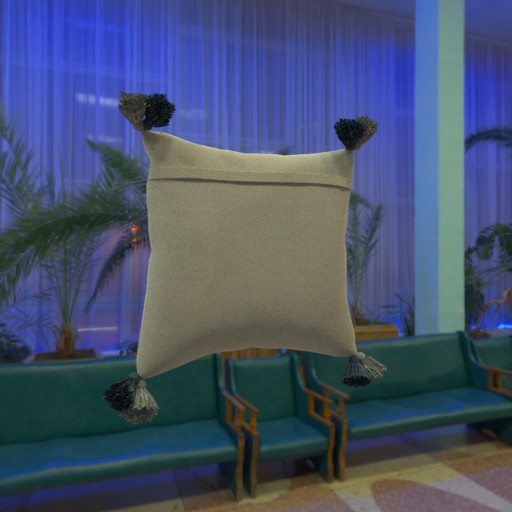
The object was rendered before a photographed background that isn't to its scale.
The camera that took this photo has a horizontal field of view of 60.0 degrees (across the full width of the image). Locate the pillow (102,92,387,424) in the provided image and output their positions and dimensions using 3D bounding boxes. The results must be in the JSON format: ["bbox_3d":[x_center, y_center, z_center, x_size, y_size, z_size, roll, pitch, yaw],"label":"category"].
[{"bbox_3d":[0.000,0.000,0.933,0.614,0.634,0.138,0,0,-18],"label":"pillow"}]
